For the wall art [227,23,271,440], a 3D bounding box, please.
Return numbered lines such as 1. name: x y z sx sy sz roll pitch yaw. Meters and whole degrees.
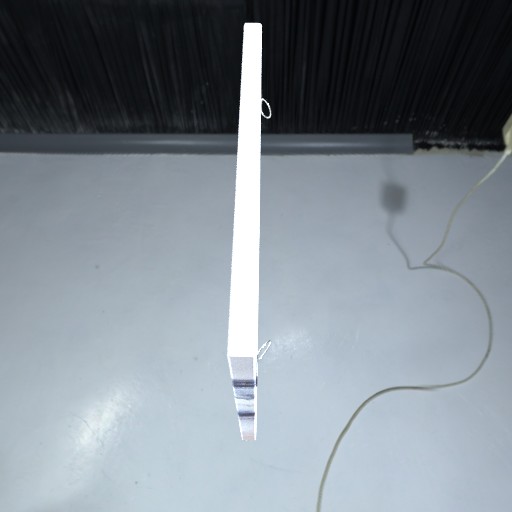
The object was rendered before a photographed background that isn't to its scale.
1. wall art: 0.000 0.000 1.107 0.065 0.747 0.755 1 59 0
